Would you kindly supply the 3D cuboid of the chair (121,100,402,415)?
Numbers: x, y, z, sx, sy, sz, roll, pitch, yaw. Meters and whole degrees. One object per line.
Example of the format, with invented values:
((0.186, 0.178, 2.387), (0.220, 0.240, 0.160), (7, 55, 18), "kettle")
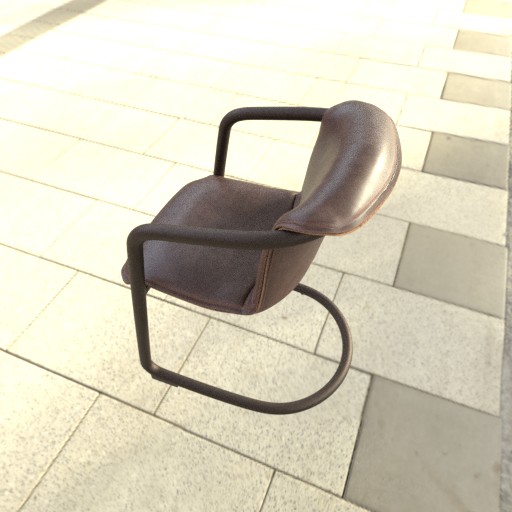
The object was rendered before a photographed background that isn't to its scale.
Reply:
((0.000, 0.000, 1.243), (0.664, 0.836, 0.536), (15, 49, 14), "chair")
